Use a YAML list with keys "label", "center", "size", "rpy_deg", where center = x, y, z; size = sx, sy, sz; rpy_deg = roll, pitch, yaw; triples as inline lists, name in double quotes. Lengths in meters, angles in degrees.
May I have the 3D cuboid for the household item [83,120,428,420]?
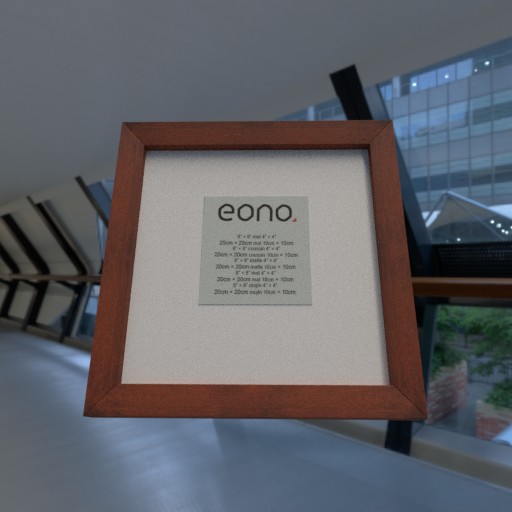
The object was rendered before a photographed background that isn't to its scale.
- label: "household item"
  center: [0.000, 0.000, 0.375]
  size: [0.240, 0.240, 0.131]
  rpy_deg: [0, -1, 1]
